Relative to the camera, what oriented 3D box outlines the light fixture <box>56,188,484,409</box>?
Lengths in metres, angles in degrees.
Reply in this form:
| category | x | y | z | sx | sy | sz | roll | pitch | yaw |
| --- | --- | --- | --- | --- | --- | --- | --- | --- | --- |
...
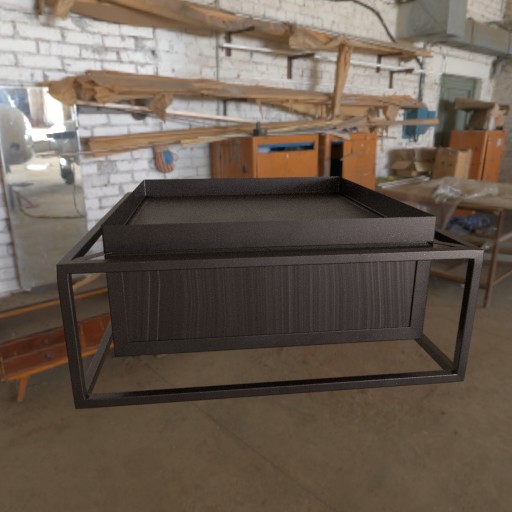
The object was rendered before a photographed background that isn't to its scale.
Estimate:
| category | x | y | z | sx | sy | sz | roll | pitch | yaw |
| --- | --- | --- | --- | --- | --- | --- | --- | --- | --- |
| light fixture | 0.000 | 0.000 | 0.678 | 0.441 | 0.191 | 0.441 | -2 | 17 | -7 |
